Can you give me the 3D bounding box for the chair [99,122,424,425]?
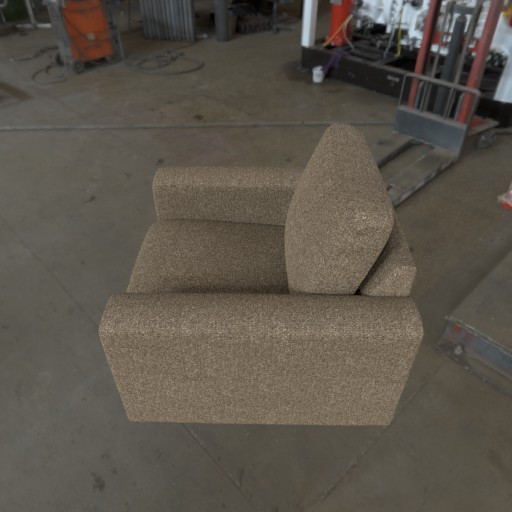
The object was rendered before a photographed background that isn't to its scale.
[{"bbox_3d":[0.000,0.000,1.769,1.016,0.873,1.005,1,40,1],"label":"chair"}]
